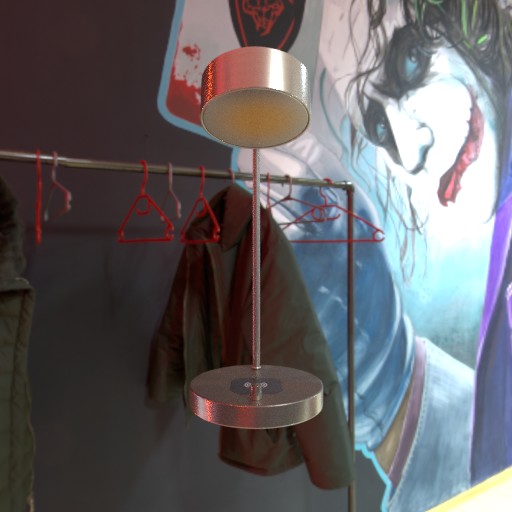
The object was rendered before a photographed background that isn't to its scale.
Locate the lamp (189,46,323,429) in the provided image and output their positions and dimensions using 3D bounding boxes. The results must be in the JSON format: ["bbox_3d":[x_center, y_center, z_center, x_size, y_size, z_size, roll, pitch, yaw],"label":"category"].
[{"bbox_3d":[0.000,0.000,0.641,0.211,0.469,0.334,0,1,0],"label":"lamp"}]
